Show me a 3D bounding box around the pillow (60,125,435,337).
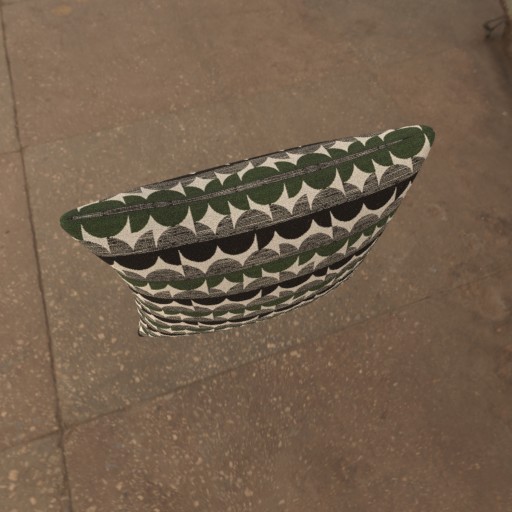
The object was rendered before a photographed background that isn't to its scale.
[{"bbox_3d":[0.000,0.000,0.640,0.419,0.404,0.180,-16,58,-10],"label":"pillow"}]
